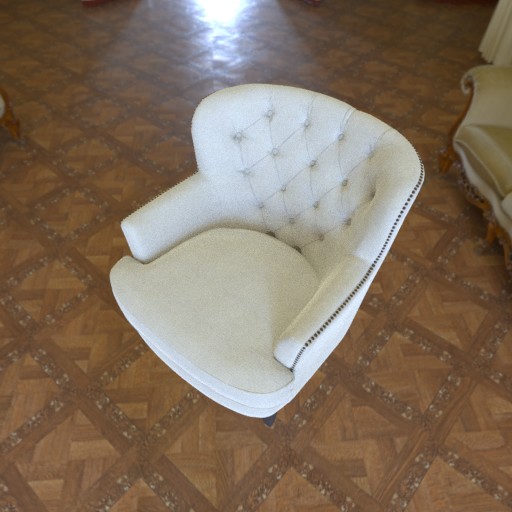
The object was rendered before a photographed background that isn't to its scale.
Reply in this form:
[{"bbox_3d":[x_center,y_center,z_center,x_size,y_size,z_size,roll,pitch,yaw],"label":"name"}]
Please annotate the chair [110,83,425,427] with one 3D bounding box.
[{"bbox_3d":[0.000,0.000,1.598,0.848,0.868,0.906,31,54,26],"label":"chair"}]
